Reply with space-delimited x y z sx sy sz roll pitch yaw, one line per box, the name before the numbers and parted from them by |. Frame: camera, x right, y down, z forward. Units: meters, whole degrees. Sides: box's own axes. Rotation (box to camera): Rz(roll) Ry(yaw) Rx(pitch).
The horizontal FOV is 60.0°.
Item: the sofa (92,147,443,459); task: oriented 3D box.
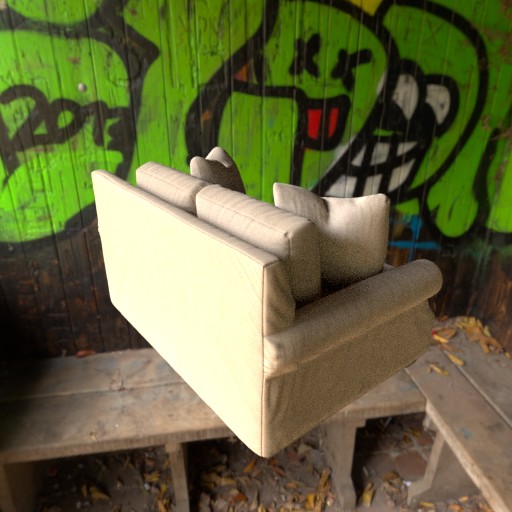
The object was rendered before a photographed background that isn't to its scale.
sofa | 0.000 0.000 2.205 1.070 0.905 1.550 -18 30 -34
